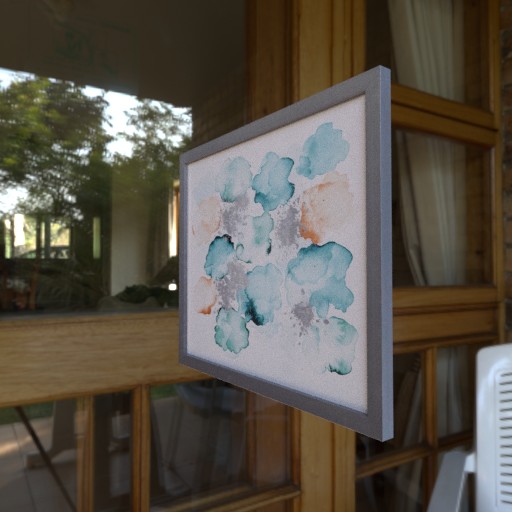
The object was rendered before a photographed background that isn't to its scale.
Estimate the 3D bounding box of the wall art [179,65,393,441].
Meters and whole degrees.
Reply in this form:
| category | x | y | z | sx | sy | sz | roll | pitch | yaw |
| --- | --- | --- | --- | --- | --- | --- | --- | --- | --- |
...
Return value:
| category | x | y | z | sx | sy | sz | roll | pitch | yaw |
| --- | --- | --- | --- | --- | --- | --- | --- | --- | --- |
| wall art | 0.000 | 0.000 | 0.929 | 0.026 | 0.558 | 0.660 | 1 | -2 | -36 |
